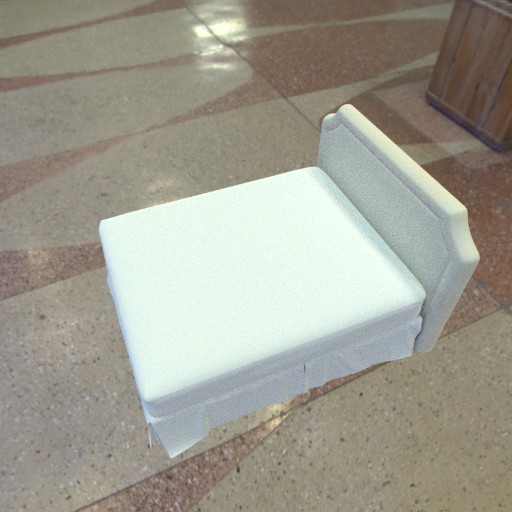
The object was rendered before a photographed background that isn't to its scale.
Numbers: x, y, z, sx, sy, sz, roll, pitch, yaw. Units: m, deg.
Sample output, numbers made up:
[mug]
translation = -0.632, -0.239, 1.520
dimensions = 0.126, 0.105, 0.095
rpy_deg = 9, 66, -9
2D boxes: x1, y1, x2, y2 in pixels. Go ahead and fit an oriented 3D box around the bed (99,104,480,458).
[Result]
[bed]
translation = 0.000, 0.000, 3.250
dimensions = 2.209, 1.296, 1.827
rpy_deg = -17, 49, -15
